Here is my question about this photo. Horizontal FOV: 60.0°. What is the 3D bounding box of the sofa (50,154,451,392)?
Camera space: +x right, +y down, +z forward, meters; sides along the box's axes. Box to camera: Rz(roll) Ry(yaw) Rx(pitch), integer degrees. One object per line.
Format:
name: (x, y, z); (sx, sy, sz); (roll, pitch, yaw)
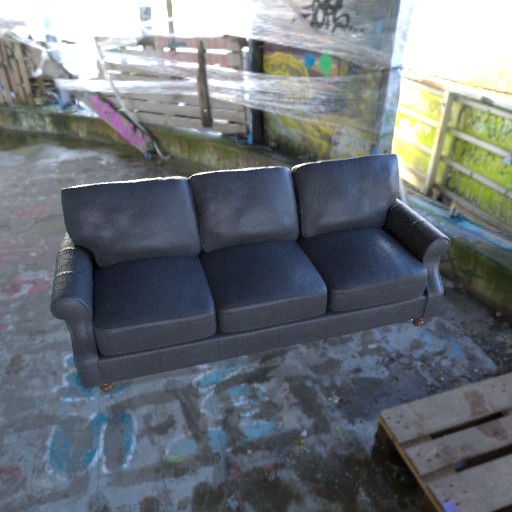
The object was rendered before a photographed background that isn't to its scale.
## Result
sofa: (0.000, 0.000, 2.842); (2.387, 0.977, 0.974); (-9, 33, -14)
